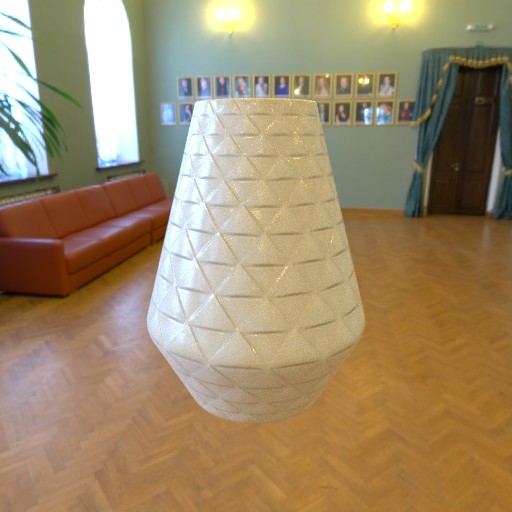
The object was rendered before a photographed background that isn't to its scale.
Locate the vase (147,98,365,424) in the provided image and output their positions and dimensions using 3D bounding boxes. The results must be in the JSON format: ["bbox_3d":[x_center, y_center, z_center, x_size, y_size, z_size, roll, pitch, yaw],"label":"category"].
[{"bbox_3d":[0.000,0.000,0.352,0.175,0.230,0.175,0,15,0],"label":"vase"}]
